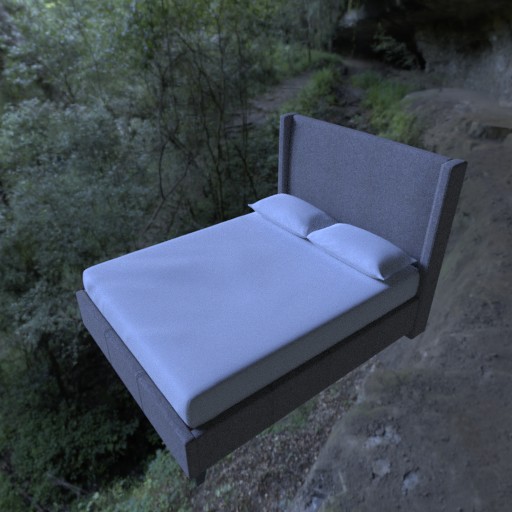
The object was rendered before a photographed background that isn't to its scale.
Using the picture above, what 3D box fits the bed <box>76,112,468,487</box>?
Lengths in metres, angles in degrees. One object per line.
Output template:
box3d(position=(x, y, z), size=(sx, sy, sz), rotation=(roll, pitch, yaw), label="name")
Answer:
box3d(position=(0.000, 0.000, 3.295), size=(2.245, 1.476, 1.714), rotation=(-22, 37, -32), label="bed")
